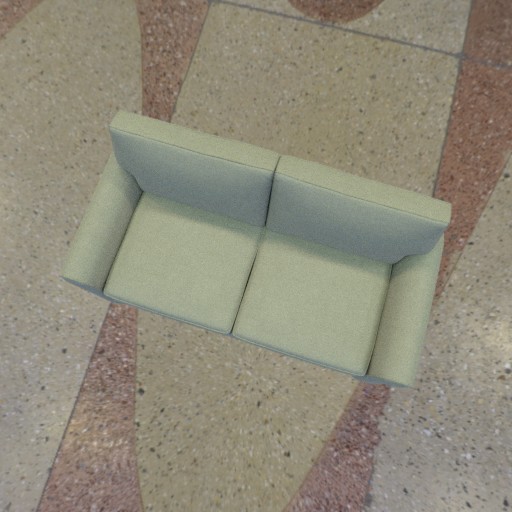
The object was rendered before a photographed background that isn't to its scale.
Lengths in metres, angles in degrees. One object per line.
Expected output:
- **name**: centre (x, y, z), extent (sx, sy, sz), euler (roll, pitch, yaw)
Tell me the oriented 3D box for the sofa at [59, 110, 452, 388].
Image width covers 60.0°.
- **sofa**: centre (0.000, 0.000, 2.290), extent (1.774, 0.933, 0.861), euler (17, 76, 4)
